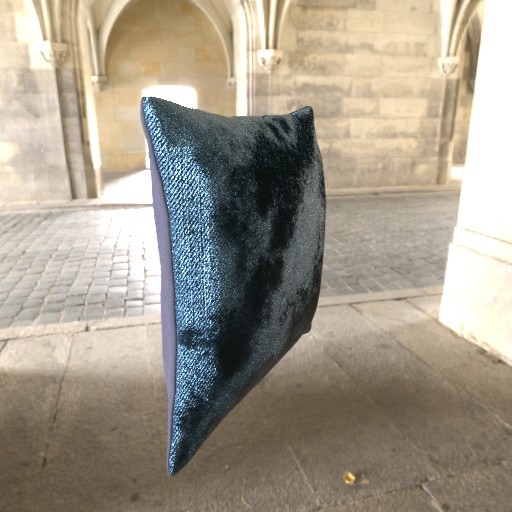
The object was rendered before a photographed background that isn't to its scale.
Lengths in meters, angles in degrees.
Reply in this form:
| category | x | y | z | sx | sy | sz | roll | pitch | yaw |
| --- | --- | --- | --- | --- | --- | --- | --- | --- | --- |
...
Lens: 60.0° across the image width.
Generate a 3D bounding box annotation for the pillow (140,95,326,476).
| category | x | y | z | sx | sy | sz | roll | pitch | yaw |
| --- | --- | --- | --- | --- | --- | --- | --- | --- | --- |
| pillow | 0.000 | 0.000 | 0.646 | 0.138 | 0.430 | 0.436 | 9 | 18 | 27 |
